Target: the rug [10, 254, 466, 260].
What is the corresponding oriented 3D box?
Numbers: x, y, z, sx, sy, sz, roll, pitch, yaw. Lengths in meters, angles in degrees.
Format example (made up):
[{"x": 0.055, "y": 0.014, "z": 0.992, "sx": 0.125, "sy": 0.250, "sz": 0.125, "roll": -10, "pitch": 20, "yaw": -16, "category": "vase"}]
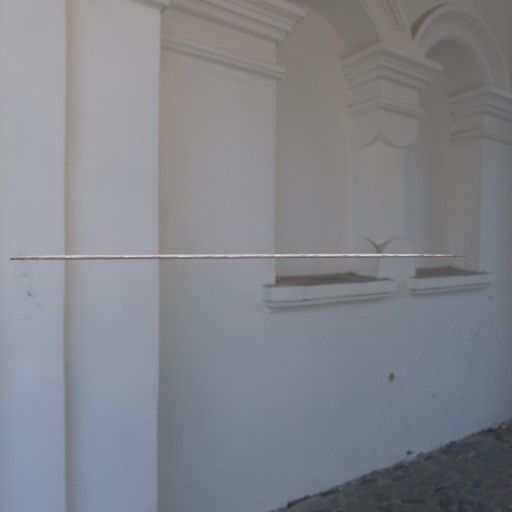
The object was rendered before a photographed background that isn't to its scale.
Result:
[{"x": 0.000, "y": 0.000, "z": 2.593, "sx": 2.437, "sy": 0.013, "sz": 0.685, "roll": 0, "pitch": 1, "yaw": -19, "category": "rug"}]
